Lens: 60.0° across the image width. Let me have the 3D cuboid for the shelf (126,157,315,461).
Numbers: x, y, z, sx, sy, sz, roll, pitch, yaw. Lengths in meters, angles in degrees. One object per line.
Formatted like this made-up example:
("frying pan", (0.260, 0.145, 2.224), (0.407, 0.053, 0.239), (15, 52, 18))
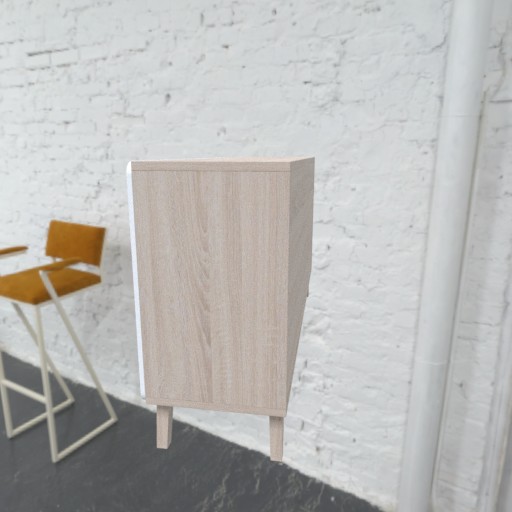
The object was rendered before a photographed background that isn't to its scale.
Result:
("shelf", (0.000, 0.000, 1.809), (0.400, 0.780, 1.490), (2, 13, 9))
